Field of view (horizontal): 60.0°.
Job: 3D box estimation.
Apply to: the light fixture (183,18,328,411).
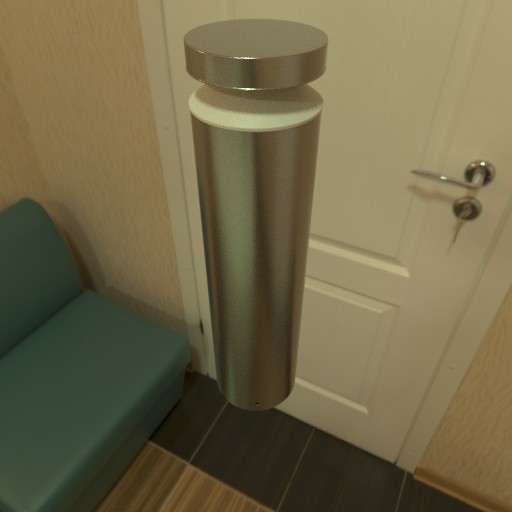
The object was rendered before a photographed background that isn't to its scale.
[{"bbox_3d":[0.000,0.000,0.437,0.102,0.400,0.102,-1,40,-1],"label":"light fixture"}]
